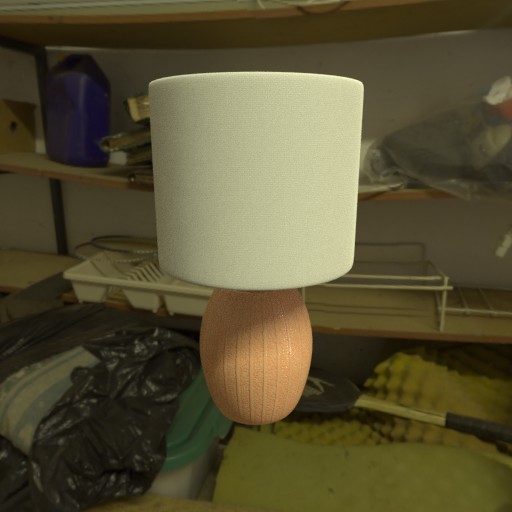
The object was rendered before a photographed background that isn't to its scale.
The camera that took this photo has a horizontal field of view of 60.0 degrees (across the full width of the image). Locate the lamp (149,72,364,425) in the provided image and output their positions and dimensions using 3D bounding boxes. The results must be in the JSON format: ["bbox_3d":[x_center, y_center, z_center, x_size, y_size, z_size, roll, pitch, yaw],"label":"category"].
[{"bbox_3d":[0.000,0.000,0.764,0.329,0.570,0.329,0,15,0],"label":"lamp"}]
